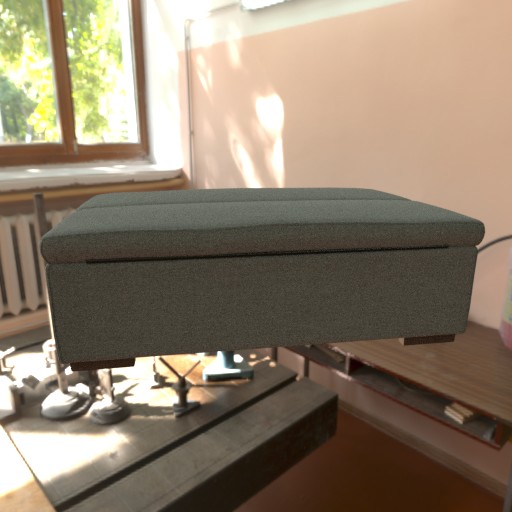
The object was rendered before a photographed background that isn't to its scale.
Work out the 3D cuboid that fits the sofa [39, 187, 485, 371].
[{"bbox_3d":[0.000,0.000,1.630,1.250,0.434,0.817,-2,16,-9],"label":"sofa"}]
